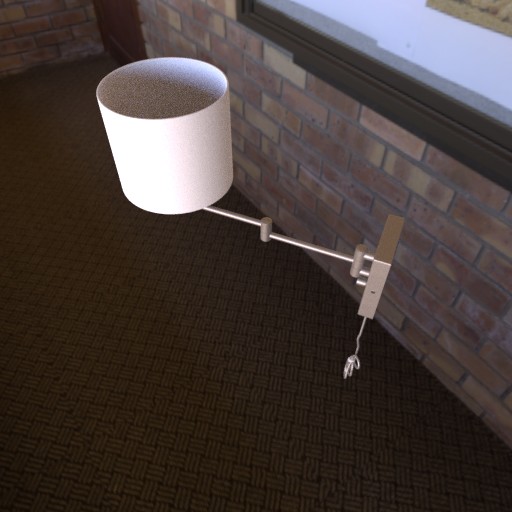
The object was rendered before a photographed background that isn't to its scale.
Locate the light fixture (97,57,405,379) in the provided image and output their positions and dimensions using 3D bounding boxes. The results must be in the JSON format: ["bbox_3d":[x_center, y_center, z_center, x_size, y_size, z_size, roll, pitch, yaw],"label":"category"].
[{"bbox_3d":[0.000,0.000,0.888,0.516,0.651,0.203,18,50,15],"label":"light fixture"}]
